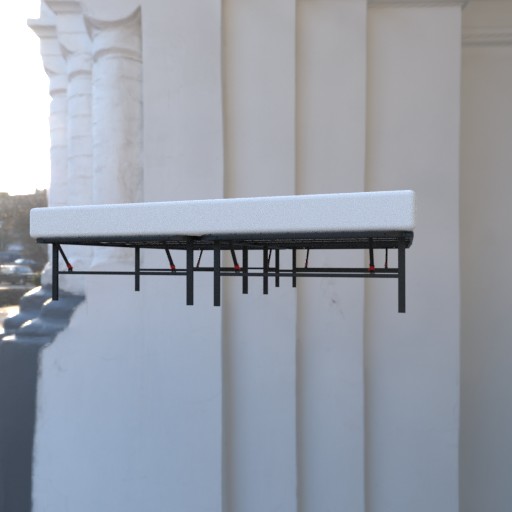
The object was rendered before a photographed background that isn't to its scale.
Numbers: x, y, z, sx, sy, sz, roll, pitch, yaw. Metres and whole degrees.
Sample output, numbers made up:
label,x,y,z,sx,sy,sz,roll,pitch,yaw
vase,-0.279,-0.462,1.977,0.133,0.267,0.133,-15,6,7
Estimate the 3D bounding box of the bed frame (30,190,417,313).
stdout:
label,x,y,z,sx,sy,sz,roll,pitch,yaw
bed frame,0.000,0.000,3.053,2.033,0.525,1.935,0,-1,18
